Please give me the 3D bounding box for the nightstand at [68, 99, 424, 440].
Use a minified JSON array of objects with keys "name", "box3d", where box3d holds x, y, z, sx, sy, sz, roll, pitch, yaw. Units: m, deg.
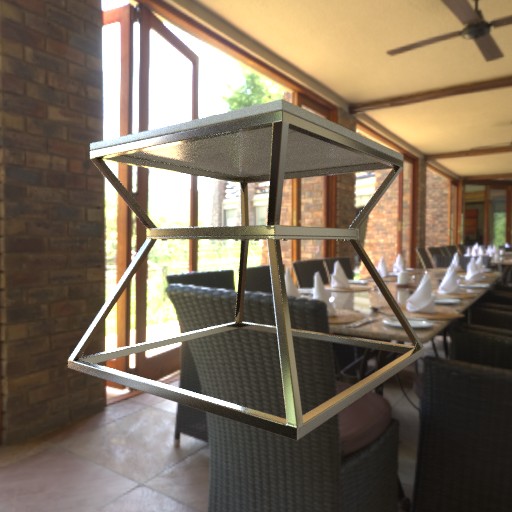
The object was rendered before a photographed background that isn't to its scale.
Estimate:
[{"name":"nightstand","box3d":[0.000,0.000,0.891,0.514,0.426,0.513,1,2,37]}]
